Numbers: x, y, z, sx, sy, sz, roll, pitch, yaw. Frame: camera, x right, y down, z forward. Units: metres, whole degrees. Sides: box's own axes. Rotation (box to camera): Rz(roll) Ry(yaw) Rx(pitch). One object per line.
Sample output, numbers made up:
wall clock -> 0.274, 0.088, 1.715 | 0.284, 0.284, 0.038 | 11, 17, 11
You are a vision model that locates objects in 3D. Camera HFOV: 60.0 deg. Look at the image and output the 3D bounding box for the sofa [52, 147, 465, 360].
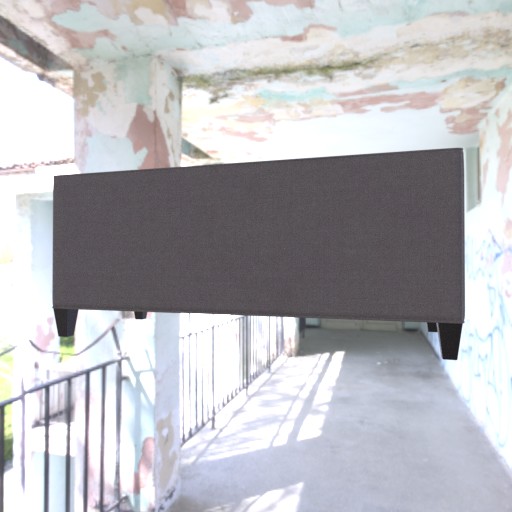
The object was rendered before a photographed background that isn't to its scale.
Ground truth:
sofa -> 0.000, 0.000, 2.185 | 1.778, 0.762, 0.775 | 0, -1, 17
